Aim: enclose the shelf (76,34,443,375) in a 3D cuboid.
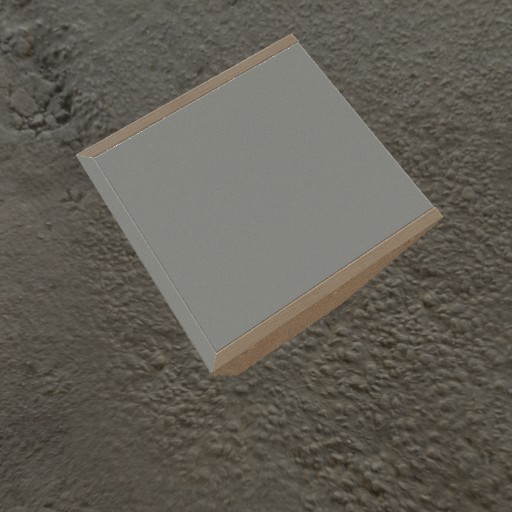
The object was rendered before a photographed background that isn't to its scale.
[{"bbox_3d":[0.000,0.000,0.776,0.297,0.594,0.290,-33,77,-8],"label":"shelf"}]
